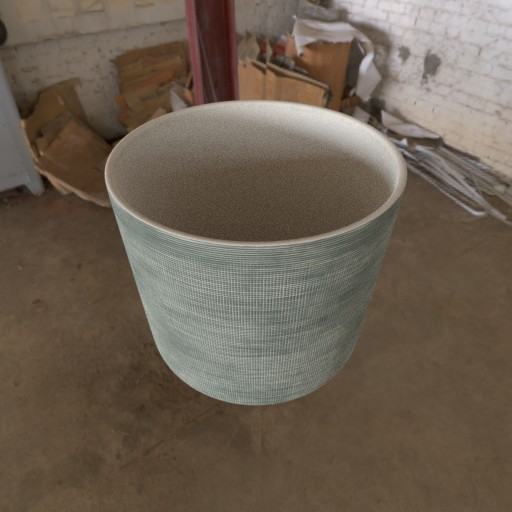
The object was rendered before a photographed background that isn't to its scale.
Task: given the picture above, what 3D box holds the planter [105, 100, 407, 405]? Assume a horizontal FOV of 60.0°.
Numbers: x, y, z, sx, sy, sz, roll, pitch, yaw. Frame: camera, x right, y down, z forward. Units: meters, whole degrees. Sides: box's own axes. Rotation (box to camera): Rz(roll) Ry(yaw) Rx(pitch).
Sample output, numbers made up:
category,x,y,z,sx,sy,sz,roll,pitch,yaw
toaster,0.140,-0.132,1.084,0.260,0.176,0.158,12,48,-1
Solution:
category,x,y,z,sx,sy,sz,roll,pitch,yaw
planter,0.000,0.000,0.792,0.440,0.398,0.440,0,40,0
